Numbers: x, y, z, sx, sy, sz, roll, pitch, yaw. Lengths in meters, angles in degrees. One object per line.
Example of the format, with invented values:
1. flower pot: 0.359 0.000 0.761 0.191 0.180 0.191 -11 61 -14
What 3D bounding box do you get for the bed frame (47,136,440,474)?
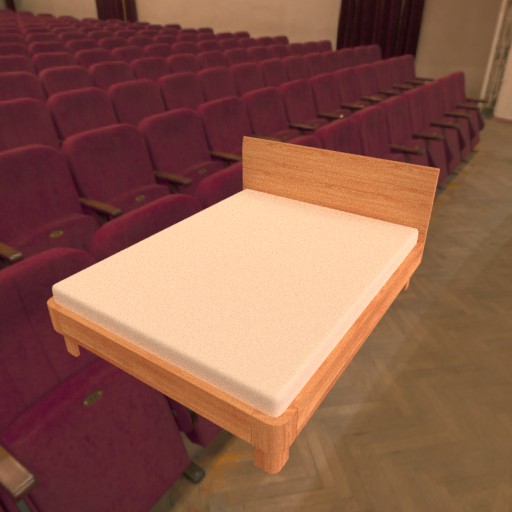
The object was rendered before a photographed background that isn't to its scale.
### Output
1. bed frame: 0.000 0.000 2.940 1.660 0.940 2.092 18 33 29
